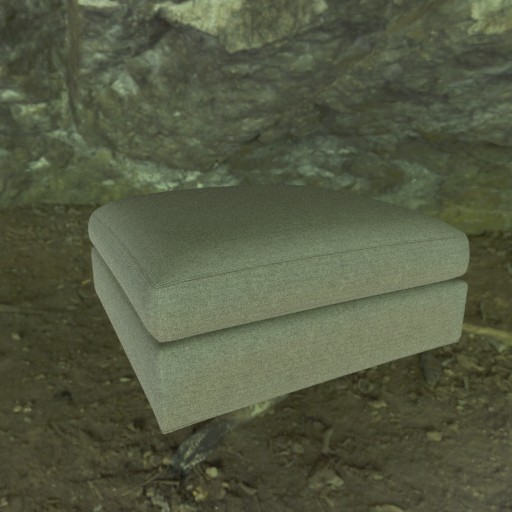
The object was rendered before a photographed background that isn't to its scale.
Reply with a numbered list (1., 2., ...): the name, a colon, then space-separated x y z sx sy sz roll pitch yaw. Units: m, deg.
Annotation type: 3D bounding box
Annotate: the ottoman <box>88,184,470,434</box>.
1. ottoman: 0.000 0.000 1.623 1.041 0.470 1.041 -8 18 -26
